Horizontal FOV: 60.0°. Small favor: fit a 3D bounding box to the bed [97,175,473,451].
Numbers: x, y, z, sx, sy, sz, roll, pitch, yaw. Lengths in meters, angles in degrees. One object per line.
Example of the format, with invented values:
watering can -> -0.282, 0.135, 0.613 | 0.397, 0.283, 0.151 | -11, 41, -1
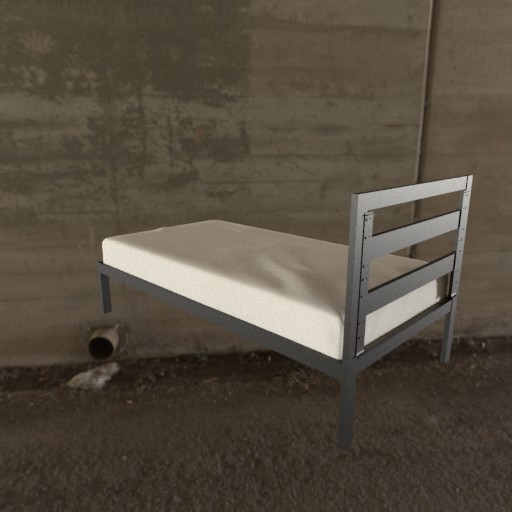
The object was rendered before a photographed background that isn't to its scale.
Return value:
bed -> 0.000, 0.000, 2.530 | 1.930, 0.967, 0.991 | 15, 21, 43
